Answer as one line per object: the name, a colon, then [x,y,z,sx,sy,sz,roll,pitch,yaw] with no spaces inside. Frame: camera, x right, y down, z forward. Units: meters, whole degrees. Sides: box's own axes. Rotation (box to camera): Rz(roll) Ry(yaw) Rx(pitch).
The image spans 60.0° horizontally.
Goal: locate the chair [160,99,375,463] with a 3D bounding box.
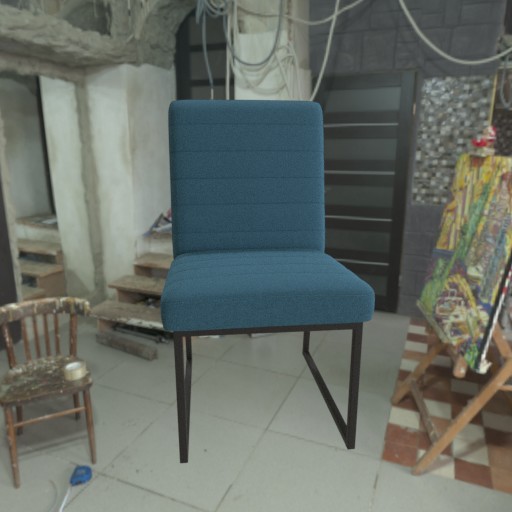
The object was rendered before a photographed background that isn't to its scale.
chair: [0.000,0.000,1.331,0.520,0.930,0.634,-2,15,-7]
